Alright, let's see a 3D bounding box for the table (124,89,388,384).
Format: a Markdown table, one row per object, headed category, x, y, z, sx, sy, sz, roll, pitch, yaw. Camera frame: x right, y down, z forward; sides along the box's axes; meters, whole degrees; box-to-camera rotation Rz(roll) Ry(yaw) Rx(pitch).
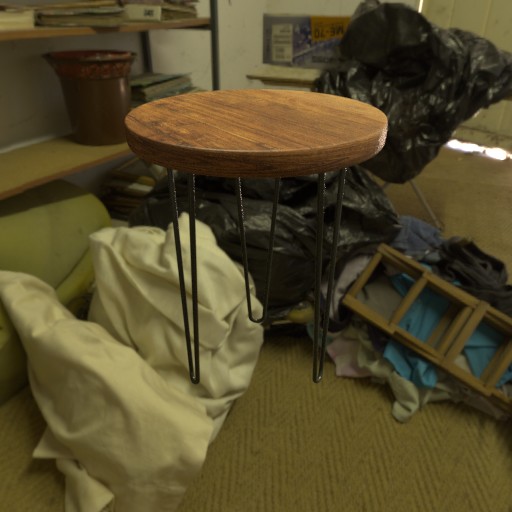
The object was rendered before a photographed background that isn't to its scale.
| category | x | y | z | sx | sy | sz | roll | pitch | yaw |
| --- | --- | --- | --- | --- | --- | --- | --- | --- | --- |
| table | 0.000 | 0.000 | 0.823 | 0.400 | 0.520 | 0.400 | 0 | 30 | 0 |
